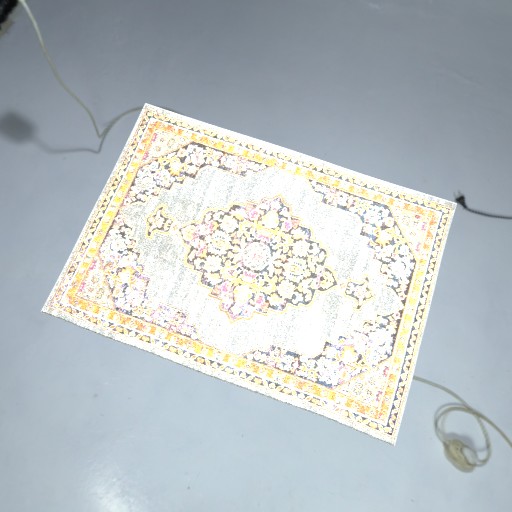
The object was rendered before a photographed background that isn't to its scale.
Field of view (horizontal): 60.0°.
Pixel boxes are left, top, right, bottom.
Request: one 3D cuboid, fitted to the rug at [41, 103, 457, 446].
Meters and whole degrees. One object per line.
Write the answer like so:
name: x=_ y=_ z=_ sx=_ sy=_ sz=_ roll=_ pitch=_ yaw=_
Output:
rug: x=0.000 y=0.000 z=3.638 sx=2.901 sy=0.026 sz=2.043 roll=19 pitch=75 yaw=5
